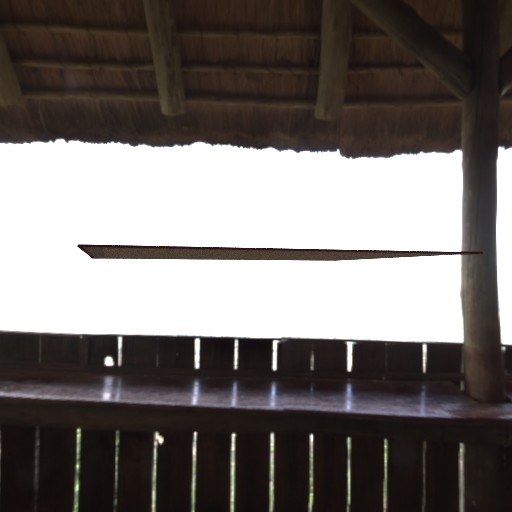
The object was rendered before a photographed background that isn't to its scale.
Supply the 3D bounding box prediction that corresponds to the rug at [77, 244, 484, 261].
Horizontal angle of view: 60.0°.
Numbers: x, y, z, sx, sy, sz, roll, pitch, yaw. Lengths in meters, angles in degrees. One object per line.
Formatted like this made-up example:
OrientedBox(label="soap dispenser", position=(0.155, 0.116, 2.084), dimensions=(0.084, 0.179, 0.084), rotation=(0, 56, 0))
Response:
OrientedBox(label="rug", position=(0.000, 0.000, 4.145), dimensions=(2.976, 0.018, 2.430), rotation=(1, -2, -19))
